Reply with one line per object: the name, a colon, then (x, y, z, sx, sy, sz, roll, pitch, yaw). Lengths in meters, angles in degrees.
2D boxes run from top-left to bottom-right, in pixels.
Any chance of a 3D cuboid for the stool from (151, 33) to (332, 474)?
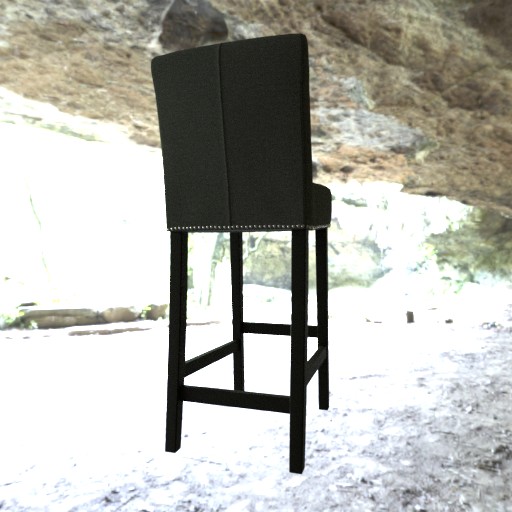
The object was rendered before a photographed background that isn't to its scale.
stool: (0.000, 0.000, 1.319, 0.411, 1.047, 0.548, 0, 0, 19)
